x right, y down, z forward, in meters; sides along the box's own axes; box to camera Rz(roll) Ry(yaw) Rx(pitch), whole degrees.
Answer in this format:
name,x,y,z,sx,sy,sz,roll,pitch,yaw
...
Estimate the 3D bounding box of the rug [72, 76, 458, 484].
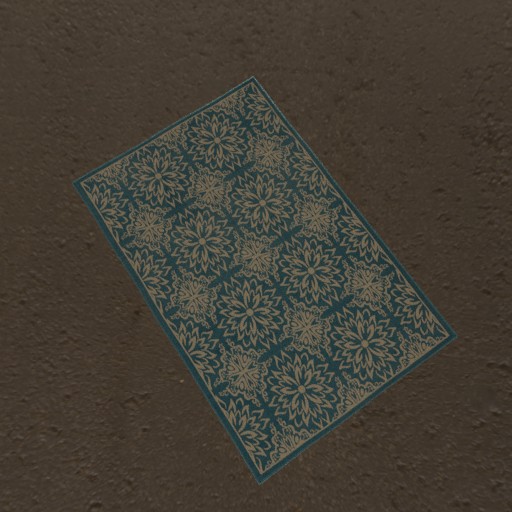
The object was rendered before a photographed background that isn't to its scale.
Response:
name,x,y,z,sx,sy,sz,roll,pitch,yaw
rug,0.000,0.000,2.335,1.211,0.012,1.833,-33,78,-8
